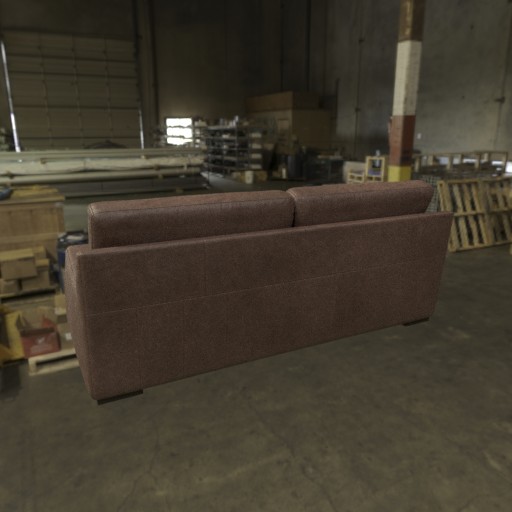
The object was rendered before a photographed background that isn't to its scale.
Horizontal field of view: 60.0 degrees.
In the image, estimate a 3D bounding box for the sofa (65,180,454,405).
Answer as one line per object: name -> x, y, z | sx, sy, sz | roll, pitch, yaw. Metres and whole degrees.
sofa -> 0.000, 0.000, 2.814 | 2.261, 0.941, 1.143 | -8, 17, -26
